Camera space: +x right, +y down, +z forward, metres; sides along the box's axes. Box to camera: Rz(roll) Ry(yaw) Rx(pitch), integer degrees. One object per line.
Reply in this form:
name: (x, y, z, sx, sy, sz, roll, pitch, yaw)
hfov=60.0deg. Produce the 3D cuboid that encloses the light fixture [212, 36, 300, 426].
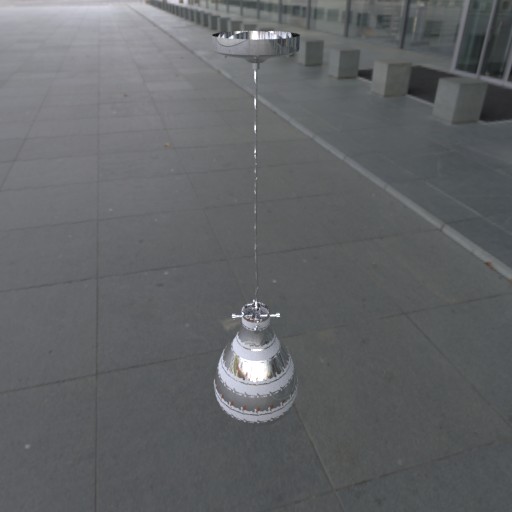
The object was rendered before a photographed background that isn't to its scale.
light fixture: (0.000, 0.000, 1.626, 0.374, 1.457, 0.374, -1, 31, -1)
